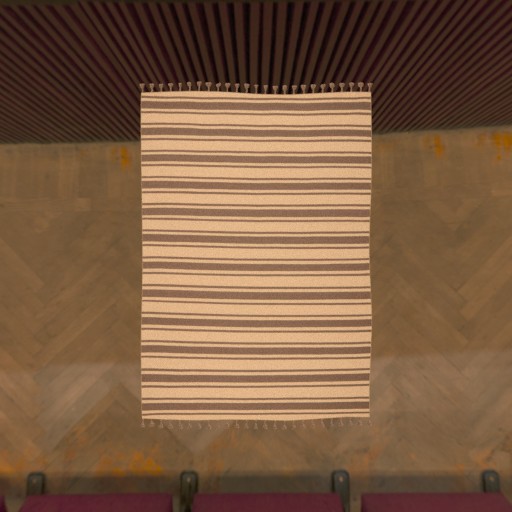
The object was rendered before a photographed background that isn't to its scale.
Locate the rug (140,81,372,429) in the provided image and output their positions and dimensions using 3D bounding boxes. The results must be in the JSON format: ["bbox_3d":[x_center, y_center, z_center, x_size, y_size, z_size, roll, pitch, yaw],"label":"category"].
[{"bbox_3d":[0.000,0.000,3.874,2.030,0.017,3.040,0,90,0],"label":"rug"}]
